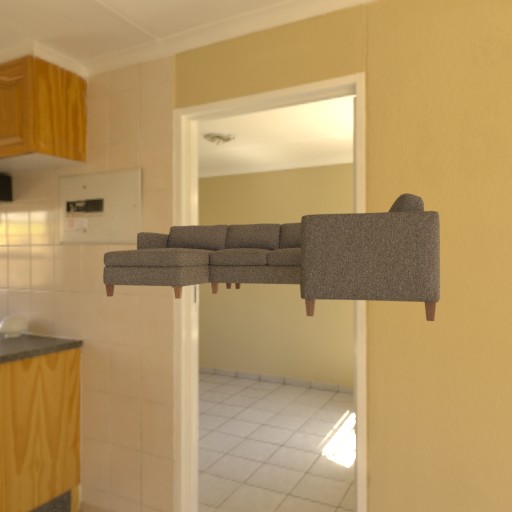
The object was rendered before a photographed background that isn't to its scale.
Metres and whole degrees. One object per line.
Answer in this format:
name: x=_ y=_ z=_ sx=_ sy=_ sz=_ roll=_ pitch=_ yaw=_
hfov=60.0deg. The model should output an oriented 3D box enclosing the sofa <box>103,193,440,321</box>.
sofa: x=0.000 y=0.000 z=4.475 sx=3.238 sy=0.853 sz=2.551 roll=0 pitch=0 yaw=17
